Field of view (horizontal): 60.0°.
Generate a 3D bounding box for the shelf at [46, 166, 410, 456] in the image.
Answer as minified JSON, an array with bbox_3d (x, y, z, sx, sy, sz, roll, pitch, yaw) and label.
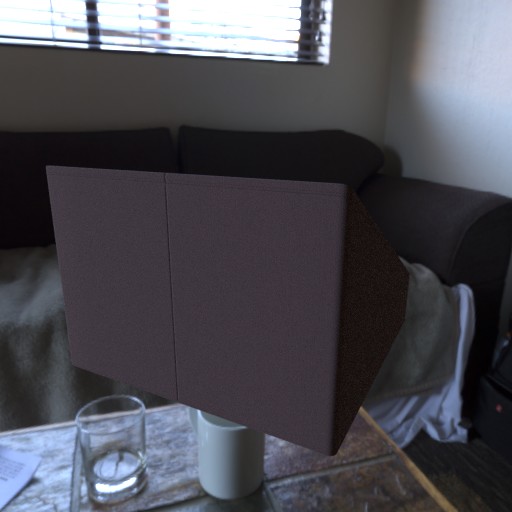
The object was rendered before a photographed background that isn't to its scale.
[{"bbox_3d":[0.000,0.000,0.497,0.292,0.210,0.292,9,18,27],"label":"shelf"}]
